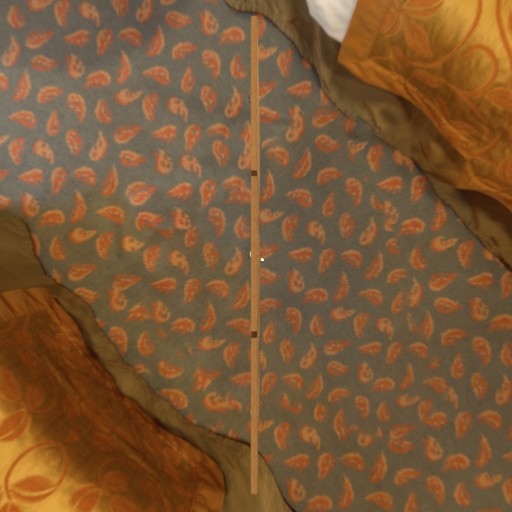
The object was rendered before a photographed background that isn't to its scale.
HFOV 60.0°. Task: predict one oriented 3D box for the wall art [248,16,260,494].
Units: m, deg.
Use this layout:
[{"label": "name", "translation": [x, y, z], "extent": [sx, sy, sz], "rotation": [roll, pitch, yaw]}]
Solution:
[{"label": "wall art", "translation": [0.000, 0.000, 1.303], "extent": [0.018, 0.913, 0.915], "rotation": [0, 90, 1]}]
